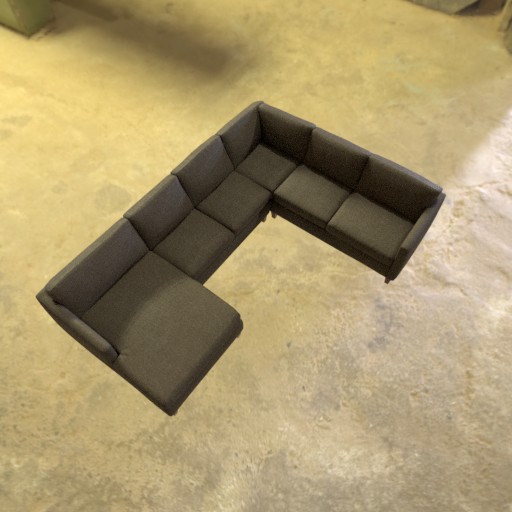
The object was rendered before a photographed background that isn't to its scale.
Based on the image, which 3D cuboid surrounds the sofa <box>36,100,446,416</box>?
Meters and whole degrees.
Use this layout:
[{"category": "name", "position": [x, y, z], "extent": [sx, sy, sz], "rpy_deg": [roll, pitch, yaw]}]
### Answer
[{"category": "sofa", "position": [0.000, 0.000, 4.619], "extent": [2.594, 0.961, 3.460], "rpy_deg": [32, 63, 19]}]
